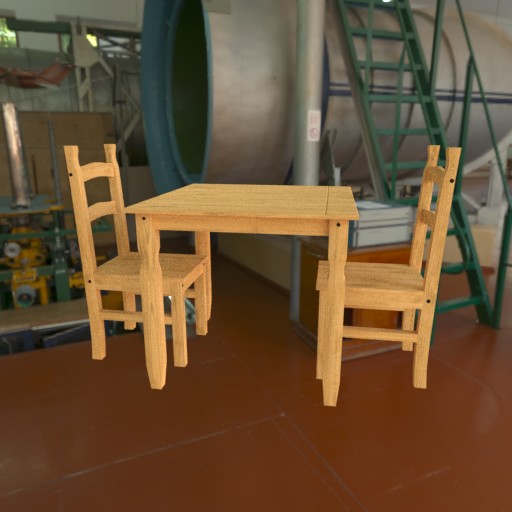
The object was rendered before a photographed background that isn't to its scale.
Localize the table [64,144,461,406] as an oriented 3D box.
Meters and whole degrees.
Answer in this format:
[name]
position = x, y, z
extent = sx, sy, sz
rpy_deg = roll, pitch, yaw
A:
[table]
position = 0.000, 0.000, 1.949
extent = 1.501, 0.942, 0.813
rpy_deg = 3, 16, 9
